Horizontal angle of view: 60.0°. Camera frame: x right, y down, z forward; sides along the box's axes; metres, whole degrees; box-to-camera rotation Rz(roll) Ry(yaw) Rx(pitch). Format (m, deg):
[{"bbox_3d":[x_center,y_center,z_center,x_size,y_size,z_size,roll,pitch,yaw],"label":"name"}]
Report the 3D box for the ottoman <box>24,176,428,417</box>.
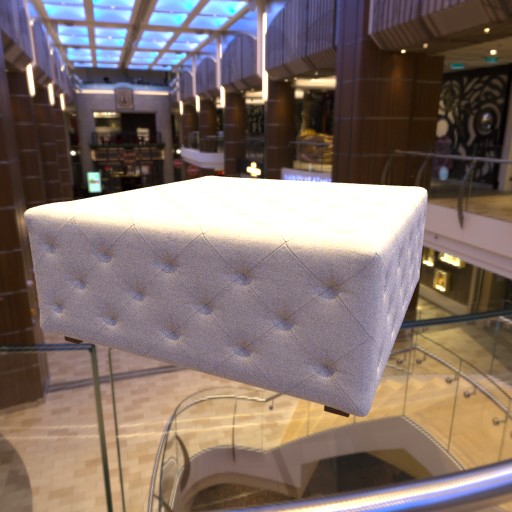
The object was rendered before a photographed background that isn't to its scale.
[{"bbox_3d":[0.000,0.000,1.568,1.028,0.439,1.028,7,18,24],"label":"ottoman"}]
